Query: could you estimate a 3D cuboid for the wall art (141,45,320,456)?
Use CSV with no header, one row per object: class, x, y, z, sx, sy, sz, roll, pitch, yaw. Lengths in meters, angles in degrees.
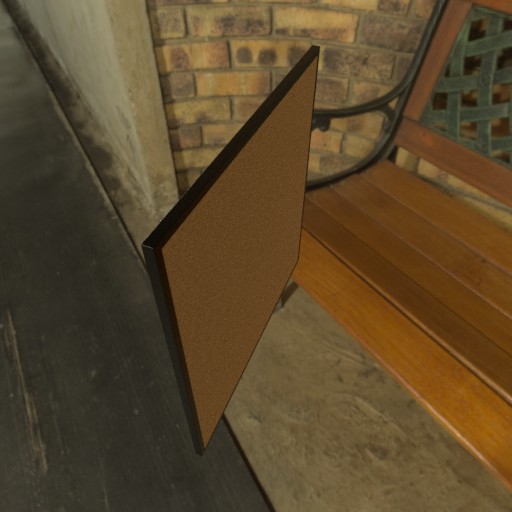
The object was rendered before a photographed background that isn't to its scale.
wall art,0.000,0.000,0.672,0.012,0.458,0.457,17,48,16
